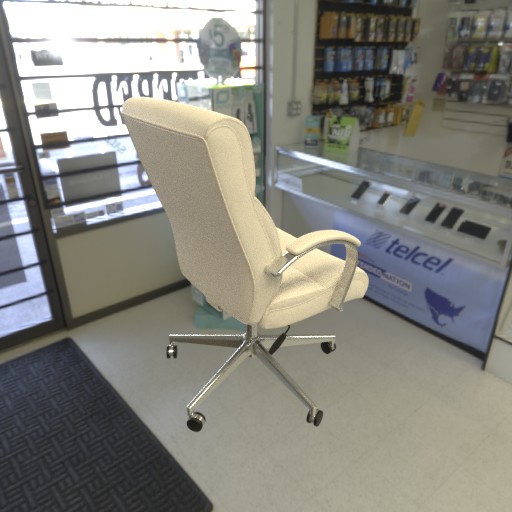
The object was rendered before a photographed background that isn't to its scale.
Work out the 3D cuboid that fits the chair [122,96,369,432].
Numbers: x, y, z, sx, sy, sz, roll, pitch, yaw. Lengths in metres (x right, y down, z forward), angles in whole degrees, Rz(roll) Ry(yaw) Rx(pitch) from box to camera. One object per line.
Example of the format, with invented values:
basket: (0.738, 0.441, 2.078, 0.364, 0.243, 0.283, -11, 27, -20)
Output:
chair: (0.000, 0.000, 1.613, 0.745, 1.099, 0.727, -18, 31, -32)
